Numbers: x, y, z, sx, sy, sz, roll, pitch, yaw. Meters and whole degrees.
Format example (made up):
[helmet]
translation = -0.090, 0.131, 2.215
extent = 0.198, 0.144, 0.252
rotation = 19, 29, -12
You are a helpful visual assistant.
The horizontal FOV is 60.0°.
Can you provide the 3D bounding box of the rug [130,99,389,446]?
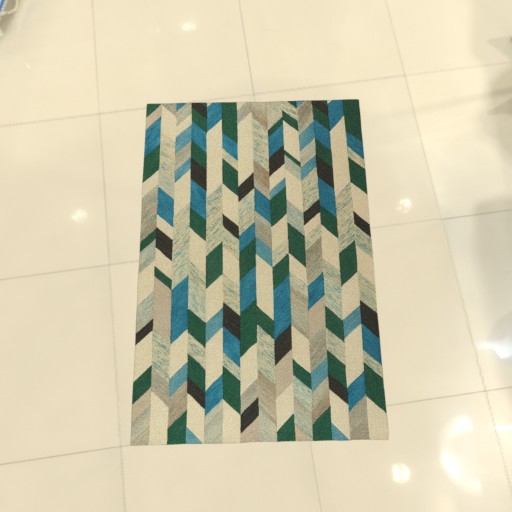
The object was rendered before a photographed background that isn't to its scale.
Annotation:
[rug]
translation = 0.000, 0.000, 2.319
extent = 1.229, 0.005, 1.827
rotation = -1, 76, 0
